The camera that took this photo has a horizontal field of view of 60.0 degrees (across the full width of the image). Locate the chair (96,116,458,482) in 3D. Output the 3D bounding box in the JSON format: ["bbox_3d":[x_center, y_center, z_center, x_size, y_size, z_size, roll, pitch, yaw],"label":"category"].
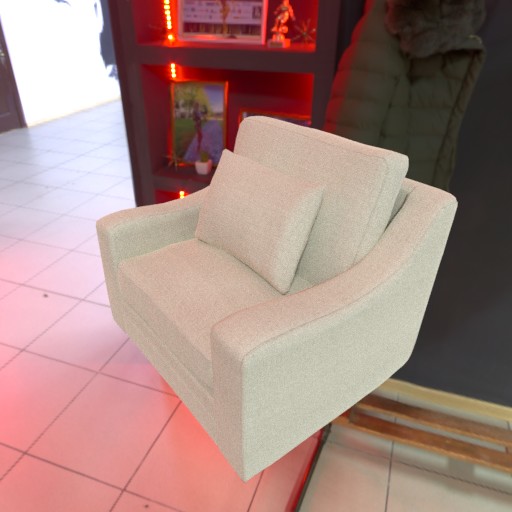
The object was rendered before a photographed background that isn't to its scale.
[{"bbox_3d":[0.000,0.000,1.925,1.009,1.016,1.178,-21,36,-32],"label":"chair"}]
